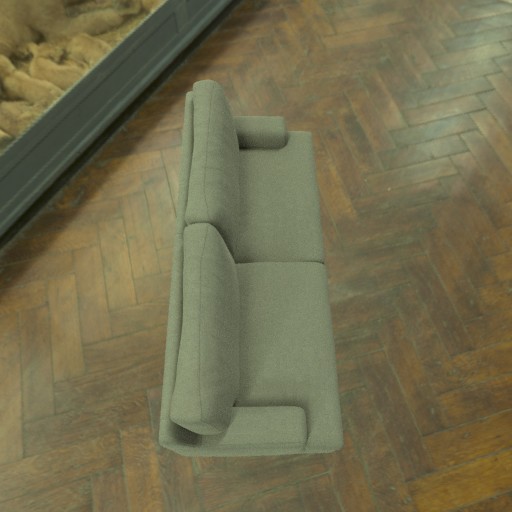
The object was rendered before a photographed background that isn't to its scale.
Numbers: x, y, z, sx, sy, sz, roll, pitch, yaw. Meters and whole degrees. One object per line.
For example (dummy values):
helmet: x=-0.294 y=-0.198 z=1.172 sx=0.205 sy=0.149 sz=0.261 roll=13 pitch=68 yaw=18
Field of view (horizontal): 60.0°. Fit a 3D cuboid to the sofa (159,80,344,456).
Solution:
sofa: x=0.000 y=0.000 z=2.898 sx=0.962 sy=0.980 sz=2.354 roll=-1 pitch=62 yaw=0
